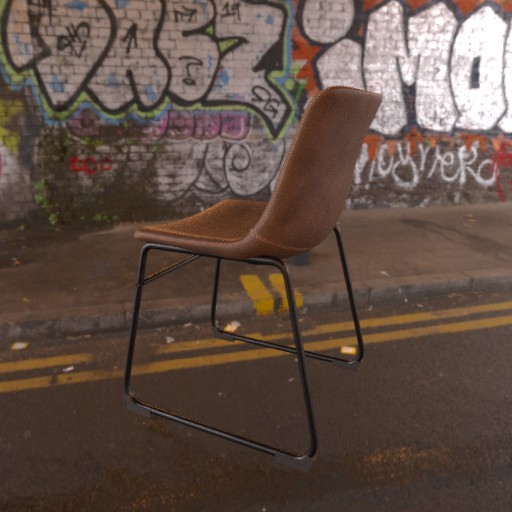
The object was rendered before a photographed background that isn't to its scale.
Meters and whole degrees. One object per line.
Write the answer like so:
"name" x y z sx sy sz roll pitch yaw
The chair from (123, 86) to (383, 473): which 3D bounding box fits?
"chair" 0.000 0.000 1.125 0.551 0.780 0.460 8 19 25
